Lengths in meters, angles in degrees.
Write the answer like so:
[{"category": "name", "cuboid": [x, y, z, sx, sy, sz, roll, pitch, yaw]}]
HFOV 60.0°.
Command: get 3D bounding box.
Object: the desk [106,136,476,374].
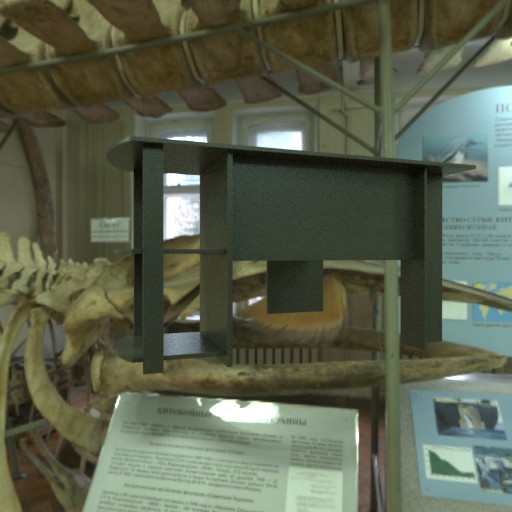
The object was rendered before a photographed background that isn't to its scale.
[{"category": "desk", "cuboid": [0.000, 0.000, 2.118, 1.361, 0.716, 1.303, 0, 0, -19]}]
